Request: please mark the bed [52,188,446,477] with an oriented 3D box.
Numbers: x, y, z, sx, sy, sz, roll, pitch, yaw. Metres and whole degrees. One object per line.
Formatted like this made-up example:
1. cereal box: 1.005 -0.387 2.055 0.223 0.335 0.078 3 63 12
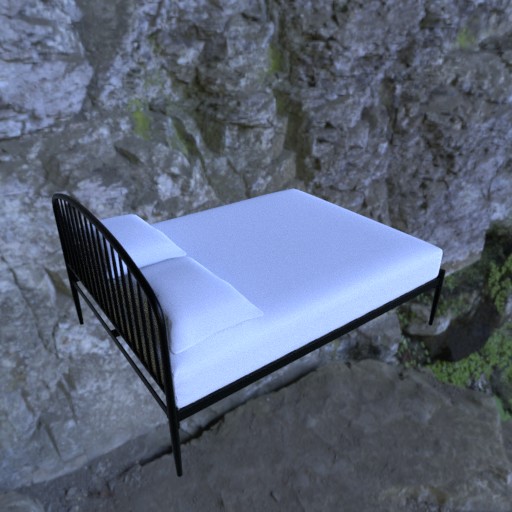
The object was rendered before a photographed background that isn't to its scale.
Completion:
1. bed: 0.000 0.000 3.082 2.159 1.166 1.618 -19 33 -32
